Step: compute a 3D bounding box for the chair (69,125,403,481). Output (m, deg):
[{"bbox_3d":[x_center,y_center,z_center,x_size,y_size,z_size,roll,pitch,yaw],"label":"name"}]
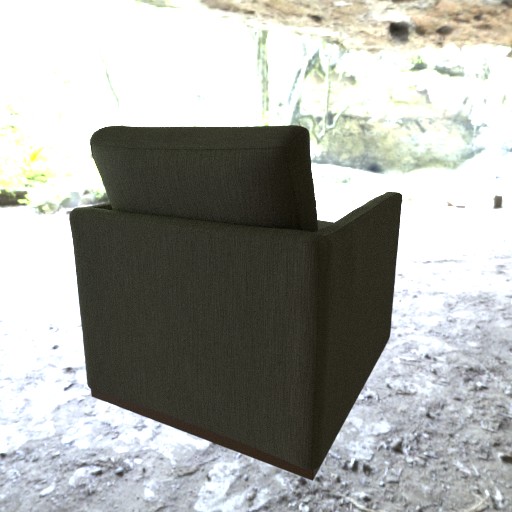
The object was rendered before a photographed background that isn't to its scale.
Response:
[{"bbox_3d":[0.000,0.000,1.440,0.763,0.811,0.834,8,18,27],"label":"chair"}]
